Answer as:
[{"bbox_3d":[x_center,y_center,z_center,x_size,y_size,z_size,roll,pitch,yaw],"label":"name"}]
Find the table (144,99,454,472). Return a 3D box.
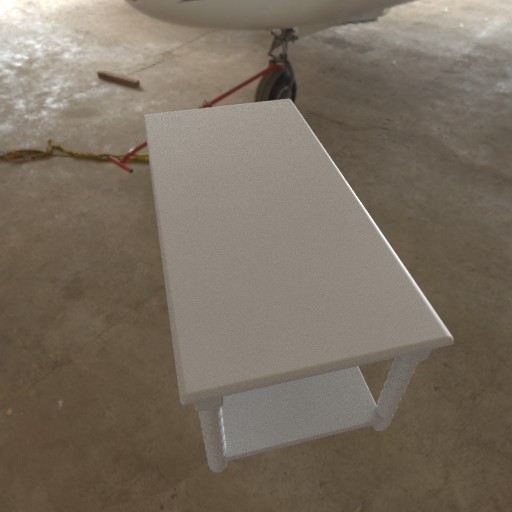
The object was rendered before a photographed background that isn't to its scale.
[{"bbox_3d":[0.000,0.000,1.450,0.580,0.487,1.171,-10,45,-10],"label":"table"}]
